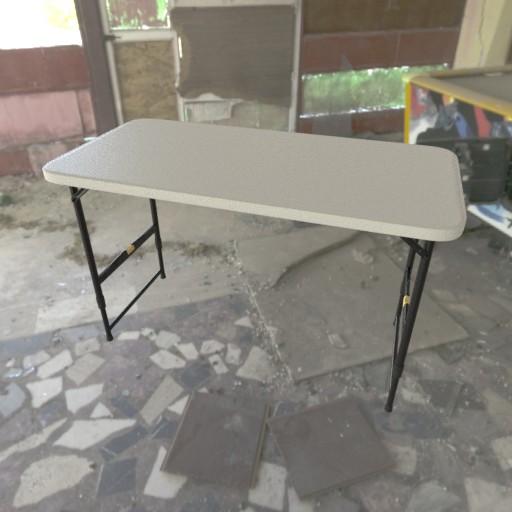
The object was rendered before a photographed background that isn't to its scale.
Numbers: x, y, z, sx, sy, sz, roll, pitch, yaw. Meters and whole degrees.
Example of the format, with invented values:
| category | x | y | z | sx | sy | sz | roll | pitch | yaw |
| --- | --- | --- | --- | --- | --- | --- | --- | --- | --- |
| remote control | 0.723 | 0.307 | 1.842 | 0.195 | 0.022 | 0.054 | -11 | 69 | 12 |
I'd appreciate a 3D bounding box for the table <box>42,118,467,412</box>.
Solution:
| category | x | y | z | sx | sy | sz | roll | pitch | yaw |
| --- | --- | --- | --- | --- | --- | --- | --- | --- | --- |
| table | 0.000 | 0.000 | 1.606 | 1.219 | 0.737 | 0.610 | 10 | 34 | 15 |
